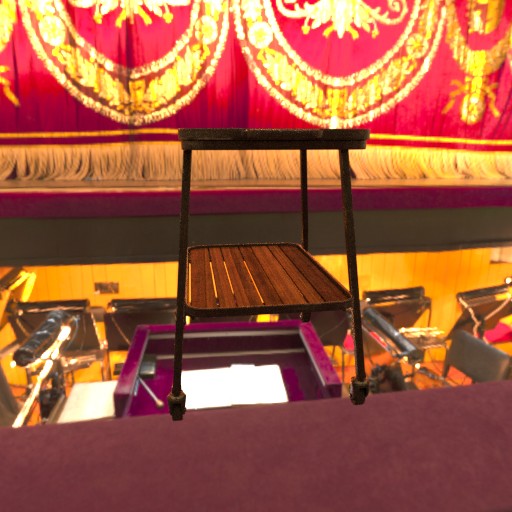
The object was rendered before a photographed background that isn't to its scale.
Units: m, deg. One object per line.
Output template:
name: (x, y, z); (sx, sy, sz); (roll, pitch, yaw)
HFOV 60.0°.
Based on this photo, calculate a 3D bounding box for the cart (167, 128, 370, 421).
cart: (0.000, 0.000, 1.297); (0.515, 0.700, 0.806); (-2, 15, -8)
